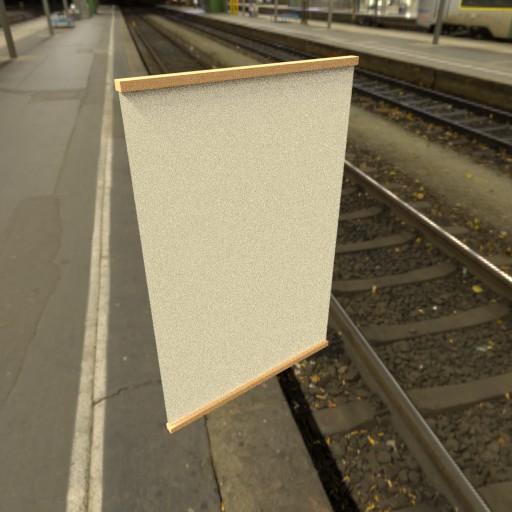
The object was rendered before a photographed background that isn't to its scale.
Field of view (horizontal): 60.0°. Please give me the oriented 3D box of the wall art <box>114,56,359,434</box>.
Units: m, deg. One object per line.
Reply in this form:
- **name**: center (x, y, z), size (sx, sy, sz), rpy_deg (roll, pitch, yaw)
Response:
- **wall art**: center (0.000, 0.000, 1.286), size (0.669, 1.020, 0.027), rpy_deg (-21, 36, -31)
